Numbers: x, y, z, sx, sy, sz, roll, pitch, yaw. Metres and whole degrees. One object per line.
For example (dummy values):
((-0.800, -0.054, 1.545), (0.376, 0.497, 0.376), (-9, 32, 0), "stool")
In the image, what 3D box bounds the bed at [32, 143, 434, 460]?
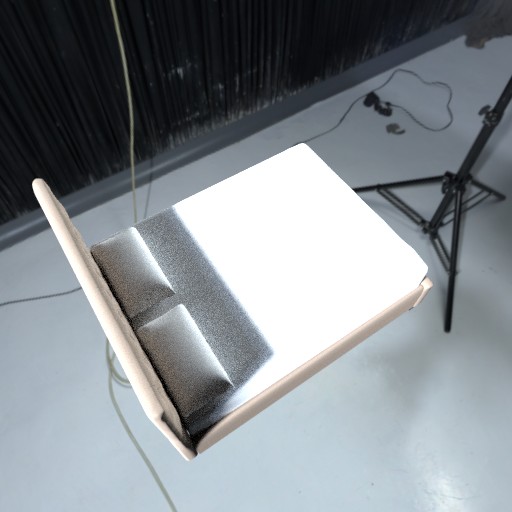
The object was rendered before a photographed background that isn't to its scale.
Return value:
((0.000, 0.000, 3.256), (2.233, 1.426, 1.696), (-29, 62, -17), "bed")
